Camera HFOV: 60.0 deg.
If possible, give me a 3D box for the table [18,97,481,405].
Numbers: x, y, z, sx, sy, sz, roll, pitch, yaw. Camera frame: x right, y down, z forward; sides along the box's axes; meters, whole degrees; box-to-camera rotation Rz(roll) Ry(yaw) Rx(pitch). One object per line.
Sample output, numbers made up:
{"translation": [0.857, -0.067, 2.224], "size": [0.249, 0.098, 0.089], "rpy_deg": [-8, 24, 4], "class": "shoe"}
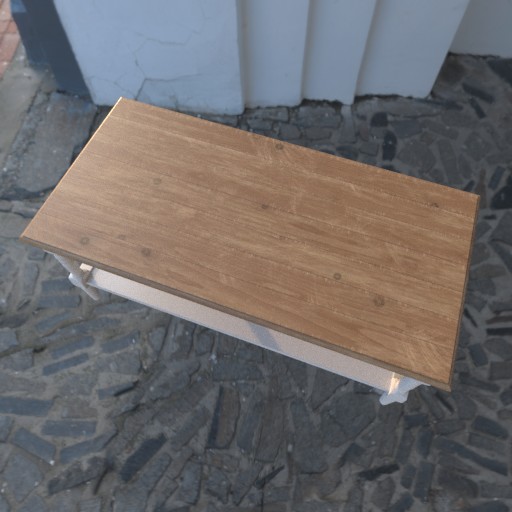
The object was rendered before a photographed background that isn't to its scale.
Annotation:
{"translation": [0.000, 0.000, 1.379], "size": [1.118, 0.458, 0.559], "rpy_deg": [18, 63, 9], "class": "table"}
